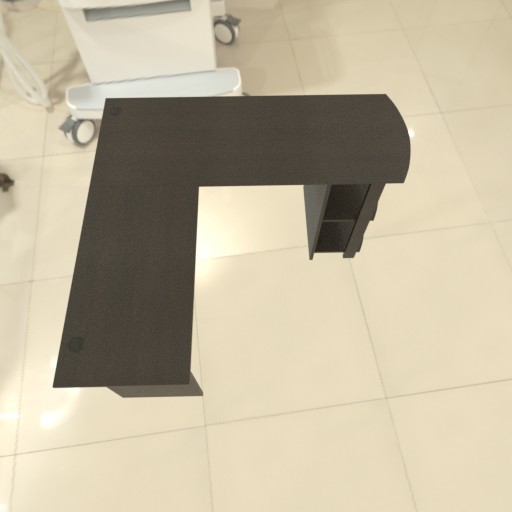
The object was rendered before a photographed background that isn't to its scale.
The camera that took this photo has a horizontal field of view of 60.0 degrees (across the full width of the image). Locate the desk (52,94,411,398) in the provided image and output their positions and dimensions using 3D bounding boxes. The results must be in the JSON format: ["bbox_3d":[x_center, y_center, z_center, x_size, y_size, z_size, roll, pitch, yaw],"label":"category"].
[{"bbox_3d":[0.000,0.000,2.071,1.361,0.716,1.303,-1,63,-1],"label":"desk"}]
